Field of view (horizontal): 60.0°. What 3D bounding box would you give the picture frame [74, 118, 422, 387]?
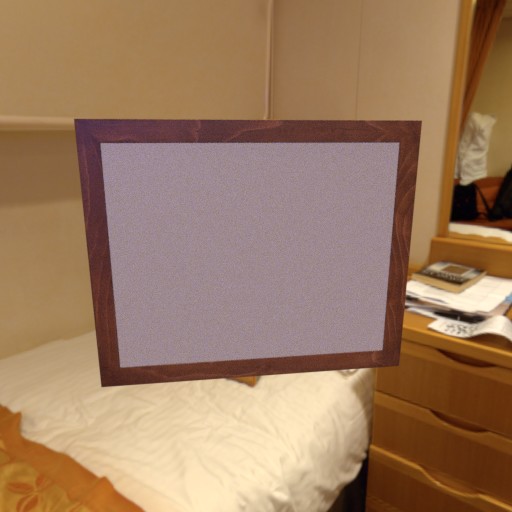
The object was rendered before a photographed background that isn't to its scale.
[{"bbox_3d":[0.000,0.000,0.778,0.559,0.457,0.025,-2,15,-8],"label":"picture frame"}]
